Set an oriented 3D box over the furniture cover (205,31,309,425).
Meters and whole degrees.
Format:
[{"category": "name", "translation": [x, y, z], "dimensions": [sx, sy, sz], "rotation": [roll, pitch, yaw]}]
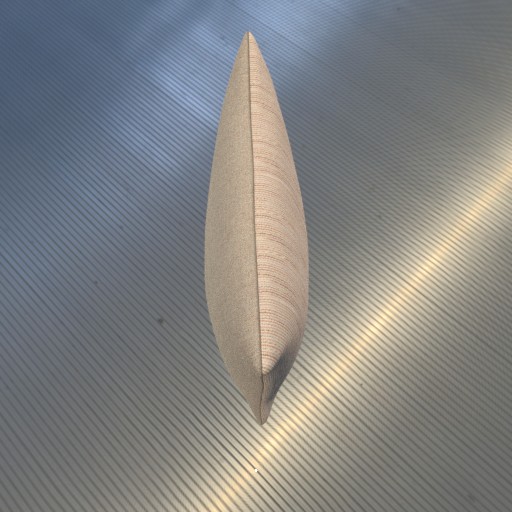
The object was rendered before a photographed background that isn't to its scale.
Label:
[{"category": "furniture cover", "translation": [0.000, 0.000, 0.773], "dimensions": [0.178, 0.506, 0.512], "rotation": [-2, 64, -1]}]
